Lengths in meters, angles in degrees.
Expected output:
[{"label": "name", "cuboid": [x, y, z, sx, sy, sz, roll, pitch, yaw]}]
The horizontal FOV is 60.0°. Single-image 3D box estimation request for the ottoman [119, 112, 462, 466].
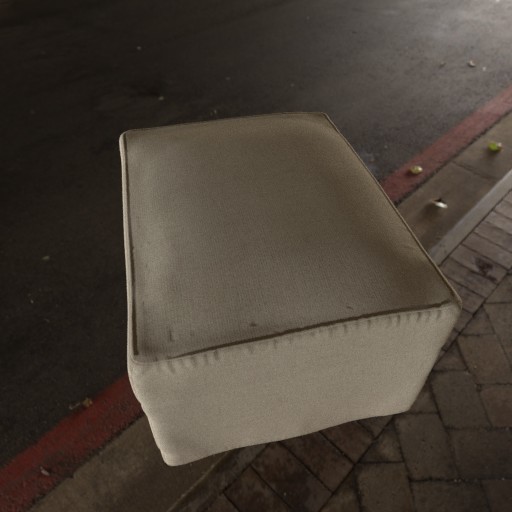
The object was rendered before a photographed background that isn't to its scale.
[{"label": "ottoman", "cuboid": [0.000, 0.000, 1.206, 0.650, 0.485, 0.833, -9, 46, -9]}]
